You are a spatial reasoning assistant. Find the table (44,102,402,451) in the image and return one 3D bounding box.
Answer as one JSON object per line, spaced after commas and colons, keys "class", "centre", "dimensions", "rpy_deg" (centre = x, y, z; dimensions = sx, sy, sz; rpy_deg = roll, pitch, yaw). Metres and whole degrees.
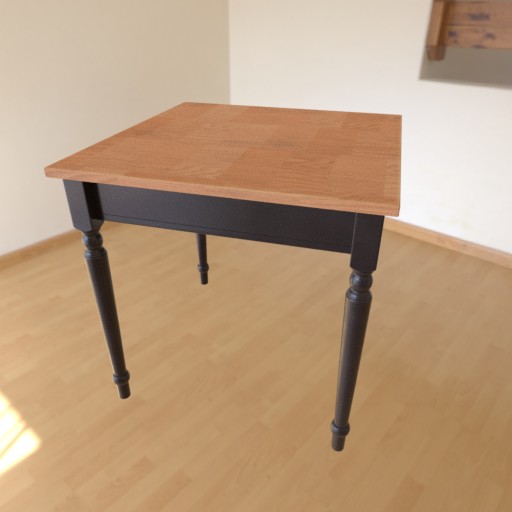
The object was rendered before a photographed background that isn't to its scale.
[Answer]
{"class": "table", "centre": [0.000, 0.000, 1.368], "dimensions": [0.747, 0.738, 0.747], "rpy_deg": [8, 31, 14]}
